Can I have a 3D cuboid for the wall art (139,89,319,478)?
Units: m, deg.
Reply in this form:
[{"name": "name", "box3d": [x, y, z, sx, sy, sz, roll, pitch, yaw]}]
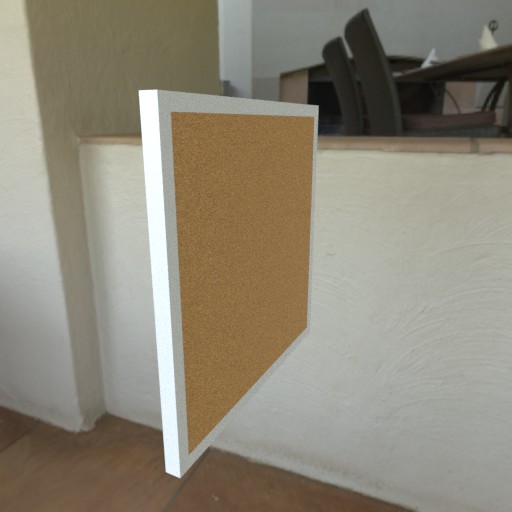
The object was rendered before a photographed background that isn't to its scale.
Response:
[{"name": "wall art", "box3d": [0.000, 0.000, 1.150, 0.038, 0.762, 0.762, 8, 19, 26]}]
